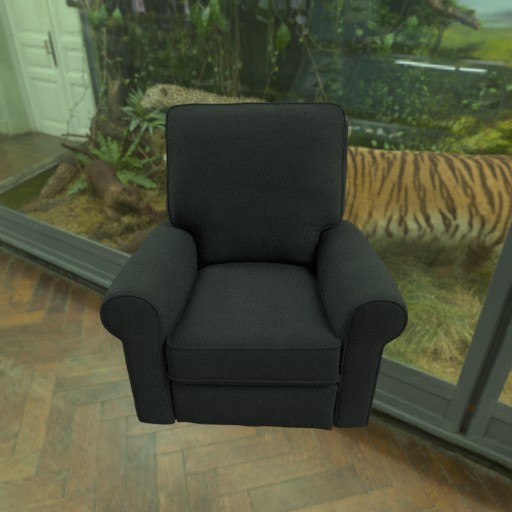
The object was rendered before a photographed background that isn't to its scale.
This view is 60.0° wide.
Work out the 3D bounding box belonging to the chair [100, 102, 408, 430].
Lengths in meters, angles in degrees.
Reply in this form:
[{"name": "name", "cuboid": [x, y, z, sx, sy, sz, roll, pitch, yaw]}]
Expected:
[{"name": "chair", "cuboid": [0.000, 0.000, 1.624, 0.890, 0.961, 0.878, 1, 32, 1]}]
